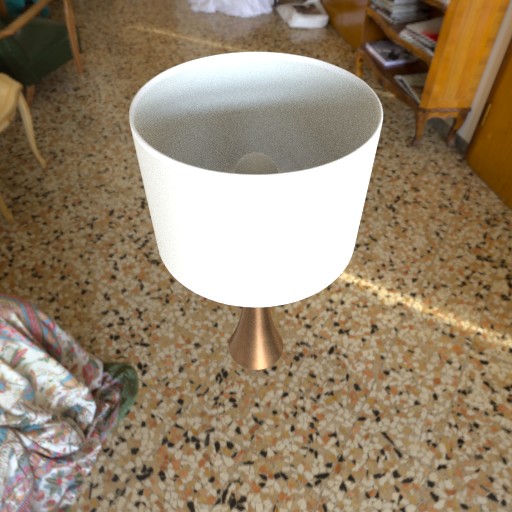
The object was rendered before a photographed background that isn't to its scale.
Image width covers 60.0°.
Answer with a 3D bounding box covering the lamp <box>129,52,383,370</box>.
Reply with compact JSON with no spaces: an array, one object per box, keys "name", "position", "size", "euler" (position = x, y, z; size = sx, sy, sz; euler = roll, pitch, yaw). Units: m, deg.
[{"name":"lamp","position":[0.000,0.000,0.648],"size":[0.268,0.479,0.268],"euler":[32,54,27]}]
